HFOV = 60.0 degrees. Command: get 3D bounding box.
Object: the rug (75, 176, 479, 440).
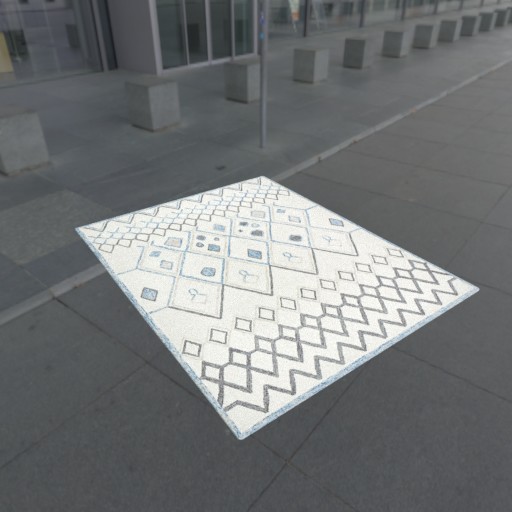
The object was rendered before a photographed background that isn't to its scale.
[{"bbox_3d":[0.000,0.000,4.162,2.441,0.013,3.056,-21,38,-30],"label":"rug"}]
